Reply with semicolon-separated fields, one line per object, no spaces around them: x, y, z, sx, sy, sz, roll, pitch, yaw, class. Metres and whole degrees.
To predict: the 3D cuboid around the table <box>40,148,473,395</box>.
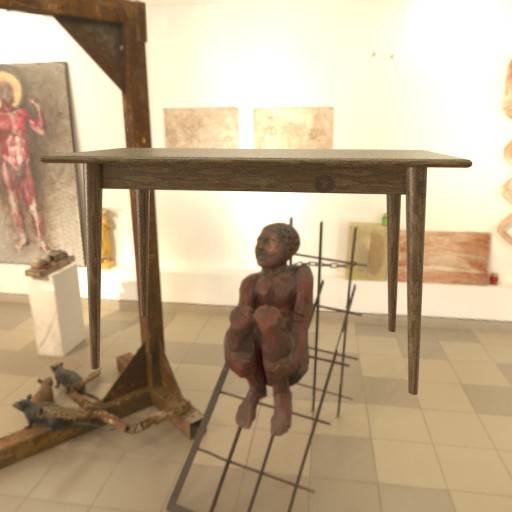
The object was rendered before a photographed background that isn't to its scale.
0.000;0.000;1.709;1.300;0.780;0.599;2;16;8;table
